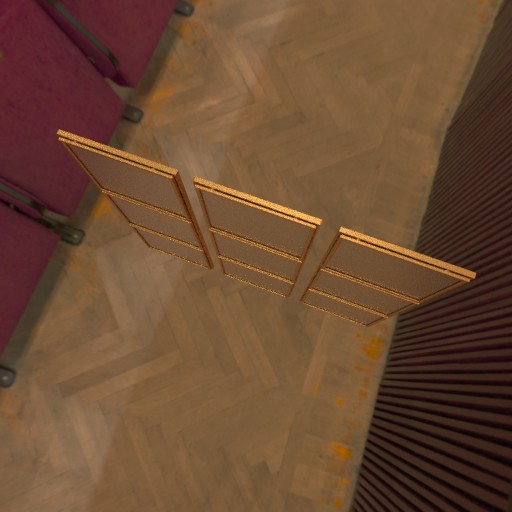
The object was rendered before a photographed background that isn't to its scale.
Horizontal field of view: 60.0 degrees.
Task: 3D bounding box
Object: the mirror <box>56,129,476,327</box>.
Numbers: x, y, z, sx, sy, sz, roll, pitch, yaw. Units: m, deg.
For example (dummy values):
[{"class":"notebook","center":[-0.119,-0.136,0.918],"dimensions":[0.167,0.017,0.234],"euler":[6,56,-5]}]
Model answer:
[{"class":"mirror","center":[0.000,0.000,1.453],"dimensions":[1.011,0.926,0.023],"euler":[20,76,5]}]
